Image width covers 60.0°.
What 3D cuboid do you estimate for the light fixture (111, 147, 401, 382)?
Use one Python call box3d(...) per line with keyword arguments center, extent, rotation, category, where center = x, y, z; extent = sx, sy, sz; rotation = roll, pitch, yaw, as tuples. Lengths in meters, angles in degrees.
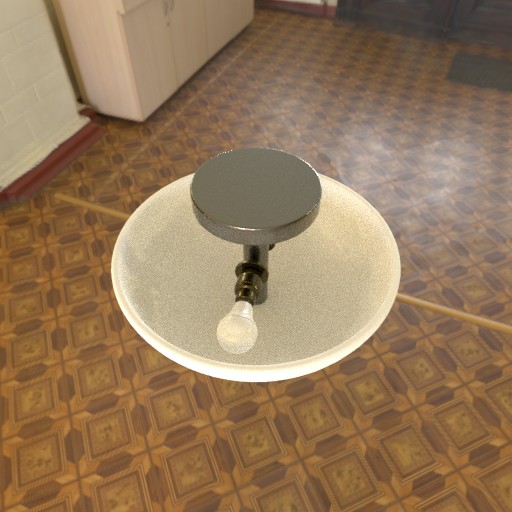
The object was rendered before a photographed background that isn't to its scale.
box3d(center=(0.000, 0.000, 0.529), extent=(0.330, 0.214, 0.330), rotation=(0, 47, 0), category="light fixture")
